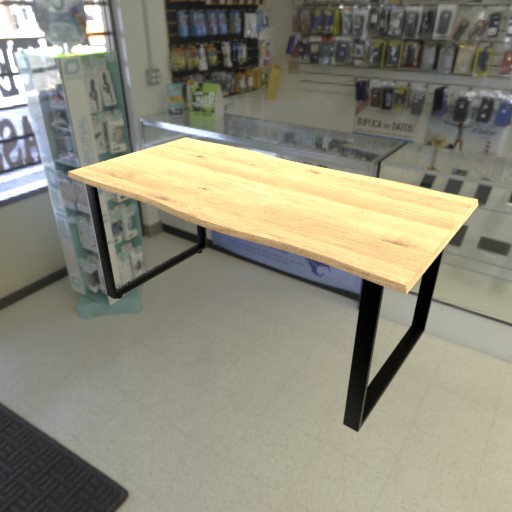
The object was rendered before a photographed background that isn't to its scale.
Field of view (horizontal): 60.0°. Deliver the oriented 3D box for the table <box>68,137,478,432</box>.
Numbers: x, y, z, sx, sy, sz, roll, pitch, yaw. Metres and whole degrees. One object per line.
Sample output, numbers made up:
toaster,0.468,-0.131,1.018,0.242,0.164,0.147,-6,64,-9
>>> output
table,0.000,0.000,2.308,1.800,0.780,0.900,20,35,32
